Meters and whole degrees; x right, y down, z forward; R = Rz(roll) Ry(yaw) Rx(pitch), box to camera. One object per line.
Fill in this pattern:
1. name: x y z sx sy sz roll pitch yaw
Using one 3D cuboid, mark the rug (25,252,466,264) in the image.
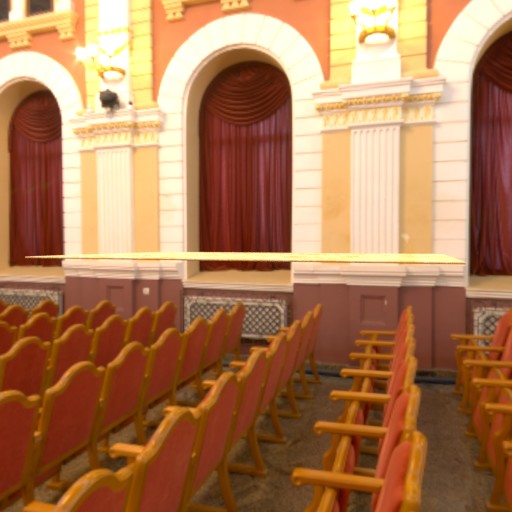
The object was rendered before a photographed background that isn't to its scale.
1. rug: 0.000 0.000 2.989 2.424 0.010 1.511 1 2 19
